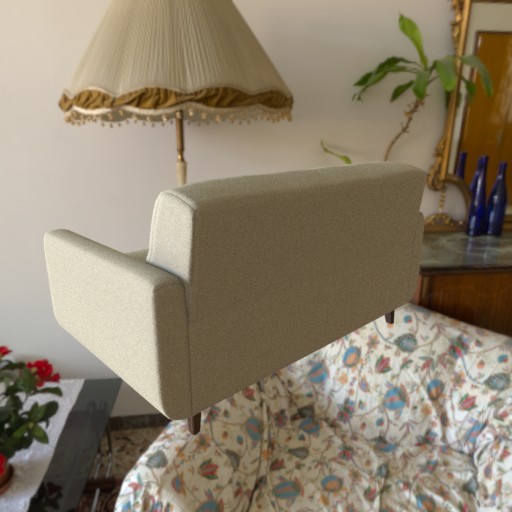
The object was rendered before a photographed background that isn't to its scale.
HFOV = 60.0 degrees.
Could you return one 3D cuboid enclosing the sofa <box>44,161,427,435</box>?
[{"bbox_3d":[0.000,0.000,2.170,1.655,0.892,0.980,-15,23,-41],"label":"sofa"}]
